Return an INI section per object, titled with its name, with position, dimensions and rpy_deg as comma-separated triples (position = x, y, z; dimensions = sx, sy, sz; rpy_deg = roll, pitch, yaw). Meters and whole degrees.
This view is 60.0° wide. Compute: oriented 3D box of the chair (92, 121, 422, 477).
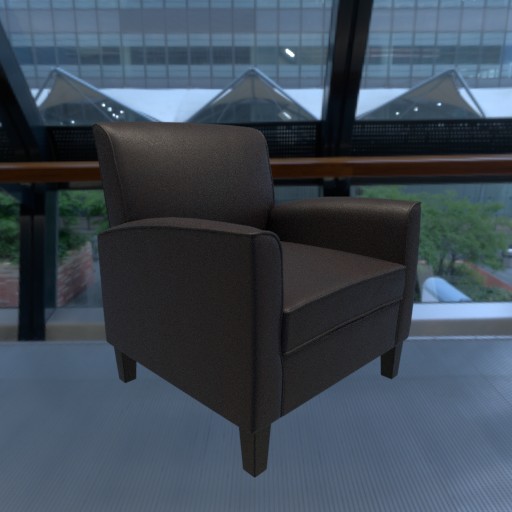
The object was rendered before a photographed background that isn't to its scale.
[chair]
position = 0.000, 0.000, 1.541
dimensions = 0.820, 0.916, 0.819
rpy_deg = -13, 19, -43
